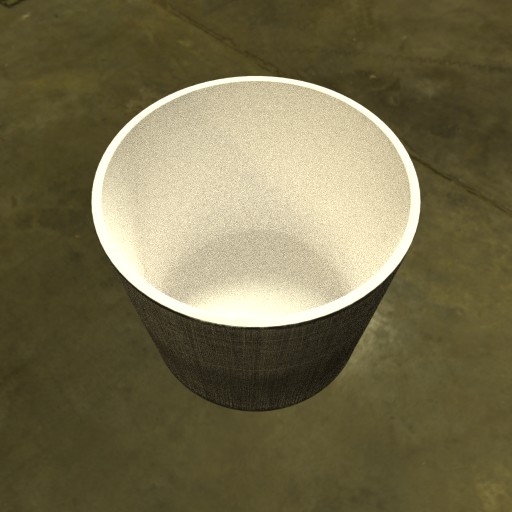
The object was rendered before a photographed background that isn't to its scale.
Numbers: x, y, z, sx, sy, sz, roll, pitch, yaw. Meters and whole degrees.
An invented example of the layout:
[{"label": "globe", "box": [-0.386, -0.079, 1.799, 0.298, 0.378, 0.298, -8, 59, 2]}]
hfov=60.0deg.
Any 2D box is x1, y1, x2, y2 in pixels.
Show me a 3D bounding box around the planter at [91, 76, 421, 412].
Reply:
[{"label": "planter", "box": [0.000, 0.000, 0.387, 0.221, 0.201, 0.221, 0, 58, 0]}]
